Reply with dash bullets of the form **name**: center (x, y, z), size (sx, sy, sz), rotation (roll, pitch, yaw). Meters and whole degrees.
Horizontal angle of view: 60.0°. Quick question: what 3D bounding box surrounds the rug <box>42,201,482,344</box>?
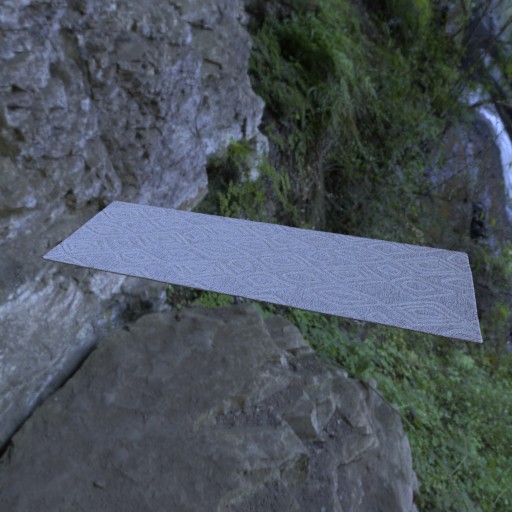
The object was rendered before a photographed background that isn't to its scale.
- **rug**: center (0.000, 0.000, 2.657), size (2.436, 0.013, 0.807), rotation (10, 35, 14)
